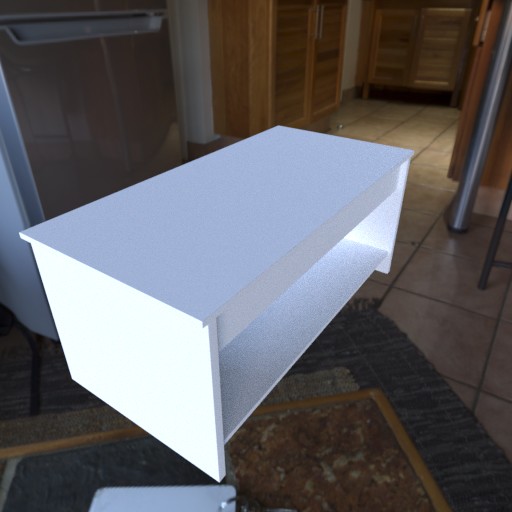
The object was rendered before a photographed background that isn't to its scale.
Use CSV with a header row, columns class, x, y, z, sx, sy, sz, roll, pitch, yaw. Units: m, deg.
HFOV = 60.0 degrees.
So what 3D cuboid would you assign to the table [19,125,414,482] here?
class,x,y,z,sx,sy,sz,roll,pitch,yaw
table,0.000,0.000,1.260,0.500,0.441,1.000,20,37,29
